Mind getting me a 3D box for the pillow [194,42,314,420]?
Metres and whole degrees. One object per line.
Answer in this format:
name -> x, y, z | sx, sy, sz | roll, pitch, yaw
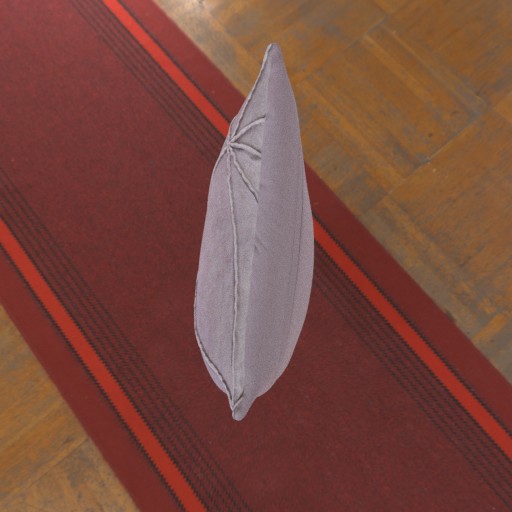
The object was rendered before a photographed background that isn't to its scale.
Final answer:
pillow -> 0.000, 0.000, 0.686 | 0.185, 0.440, 0.439 | 5, 76, 1
